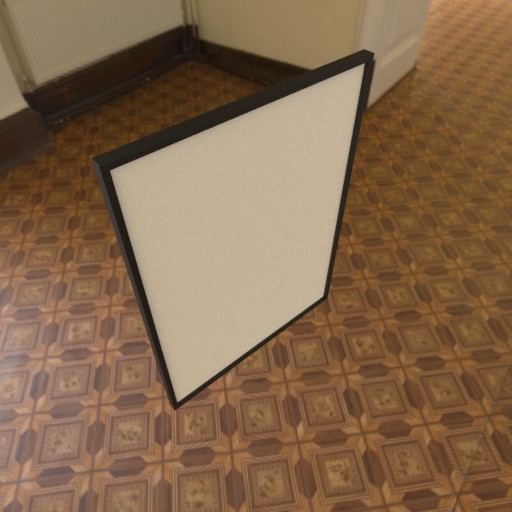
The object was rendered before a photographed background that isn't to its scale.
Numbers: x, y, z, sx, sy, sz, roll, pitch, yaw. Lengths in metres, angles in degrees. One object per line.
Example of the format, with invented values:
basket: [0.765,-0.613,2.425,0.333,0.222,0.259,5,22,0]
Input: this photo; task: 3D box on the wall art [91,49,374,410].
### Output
wall art: [0.000,0.000,1.412,0.802,1.070,0.036,-32,54,-26]
